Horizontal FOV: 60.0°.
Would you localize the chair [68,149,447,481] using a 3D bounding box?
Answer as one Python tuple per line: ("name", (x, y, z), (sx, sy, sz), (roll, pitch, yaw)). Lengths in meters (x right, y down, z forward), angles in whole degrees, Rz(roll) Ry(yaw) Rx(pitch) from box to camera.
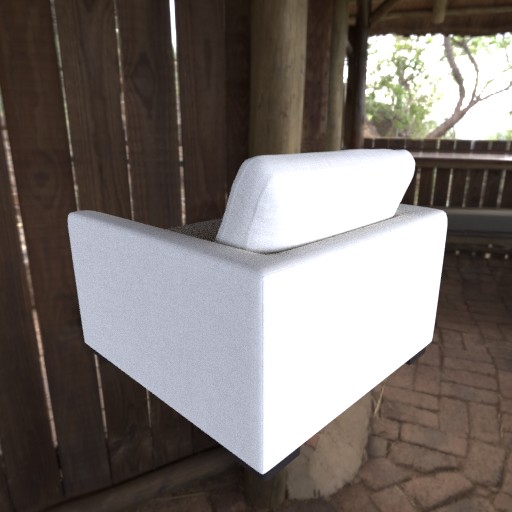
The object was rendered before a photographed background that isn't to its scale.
("chair", (0.000, 0.000, 1.805), (1.100, 0.876, 1.070), (16, 24, 42))
